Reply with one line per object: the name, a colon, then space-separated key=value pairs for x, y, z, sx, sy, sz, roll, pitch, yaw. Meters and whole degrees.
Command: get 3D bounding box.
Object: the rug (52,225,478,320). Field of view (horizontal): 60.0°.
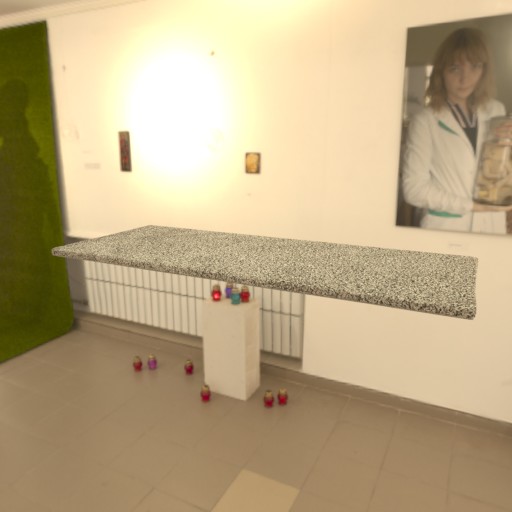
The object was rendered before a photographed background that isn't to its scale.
rug: x=0.000 y=0.000 z=1.694 sx=1.524 sy=0.030 sz=0.609 roll=7 pitch=16 yaw=26
